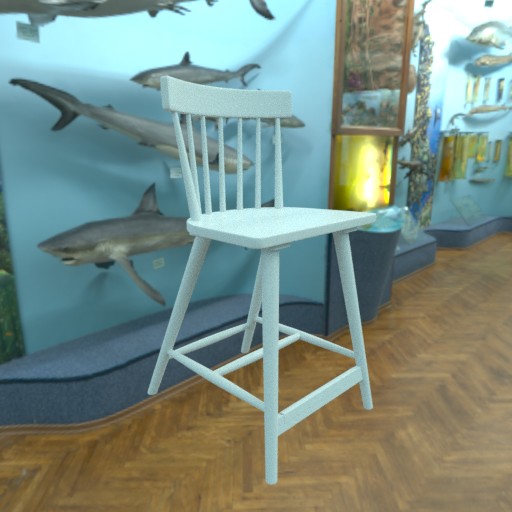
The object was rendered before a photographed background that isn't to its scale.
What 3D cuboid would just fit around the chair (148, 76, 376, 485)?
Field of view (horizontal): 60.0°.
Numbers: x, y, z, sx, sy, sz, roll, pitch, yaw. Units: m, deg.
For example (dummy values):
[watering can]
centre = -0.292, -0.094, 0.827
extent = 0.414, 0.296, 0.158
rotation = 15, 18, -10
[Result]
[chair]
centre = 0.000, 0.000, 1.290
extent = 0.483, 0.952, 0.572
rotation = -14, 20, -43
